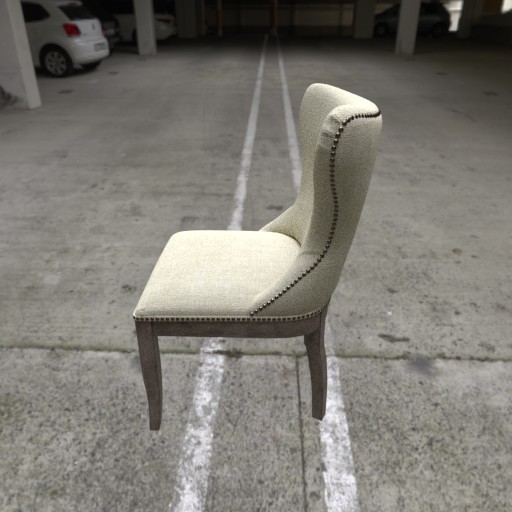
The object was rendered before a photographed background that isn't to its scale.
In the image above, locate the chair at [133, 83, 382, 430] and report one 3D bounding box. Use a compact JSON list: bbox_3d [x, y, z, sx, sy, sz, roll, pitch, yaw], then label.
[{"bbox_3d":[0.000,0.000,1.440,0.681,1.002,0.654,1,26,1],"label":"chair"}]
